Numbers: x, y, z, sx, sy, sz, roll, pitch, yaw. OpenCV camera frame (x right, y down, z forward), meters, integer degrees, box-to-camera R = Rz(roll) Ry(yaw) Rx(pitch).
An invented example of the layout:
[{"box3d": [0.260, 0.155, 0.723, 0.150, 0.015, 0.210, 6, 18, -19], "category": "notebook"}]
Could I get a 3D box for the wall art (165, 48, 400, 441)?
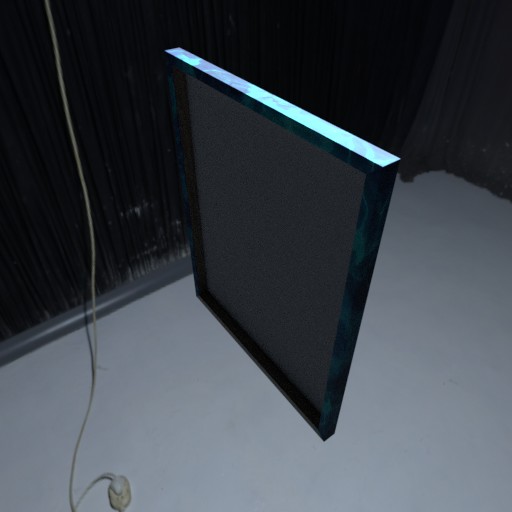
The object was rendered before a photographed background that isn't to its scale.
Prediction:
[{"box3d": [0.000, 0.000, 1.025, 0.038, 0.760, 0.609, -26, 47, -27], "category": "wall art"}]
